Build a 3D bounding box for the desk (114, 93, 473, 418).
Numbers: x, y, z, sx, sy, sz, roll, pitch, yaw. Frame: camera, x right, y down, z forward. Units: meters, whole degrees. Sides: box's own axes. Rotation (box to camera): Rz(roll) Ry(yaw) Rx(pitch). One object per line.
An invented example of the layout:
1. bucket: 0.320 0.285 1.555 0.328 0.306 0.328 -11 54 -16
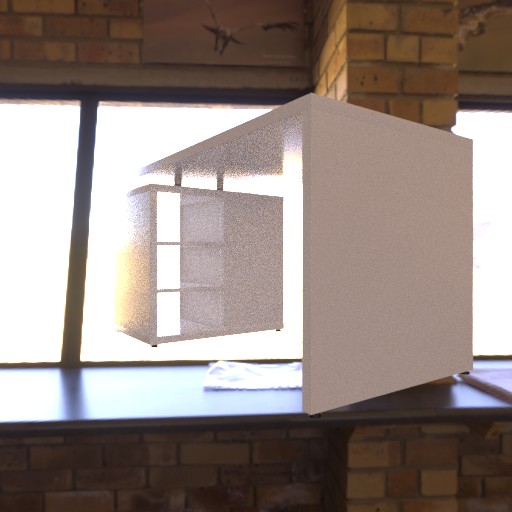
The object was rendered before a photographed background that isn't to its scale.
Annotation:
1. desk: 0.000 0.000 1.771 0.690 0.740 1.400 0 0 -35
